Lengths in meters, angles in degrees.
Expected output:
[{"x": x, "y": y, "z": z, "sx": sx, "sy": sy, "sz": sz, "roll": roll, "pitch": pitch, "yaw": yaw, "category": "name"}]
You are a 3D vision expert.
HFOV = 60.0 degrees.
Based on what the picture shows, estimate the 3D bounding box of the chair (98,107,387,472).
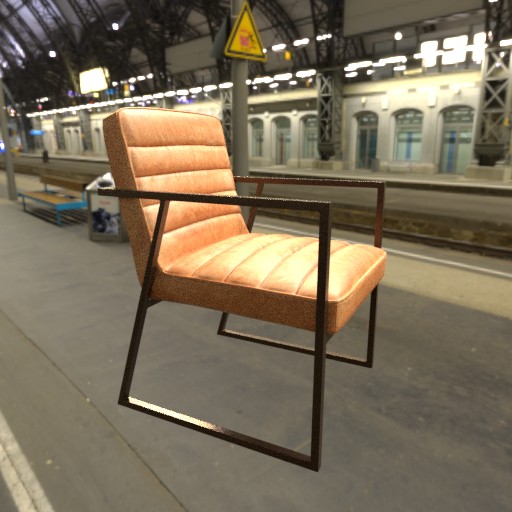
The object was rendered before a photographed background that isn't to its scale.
[{"x": 0.000, "y": 0.000, "z": 1.299, "sx": 0.677, "sy": 0.832, "sz": 0.571, "roll": 7, "pitch": 16, "yaw": 26, "category": "chair"}]
